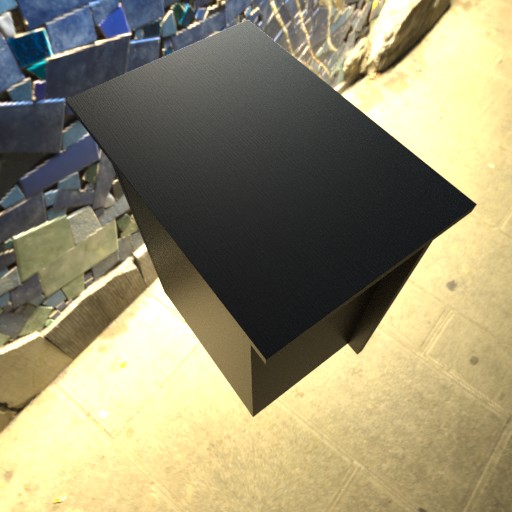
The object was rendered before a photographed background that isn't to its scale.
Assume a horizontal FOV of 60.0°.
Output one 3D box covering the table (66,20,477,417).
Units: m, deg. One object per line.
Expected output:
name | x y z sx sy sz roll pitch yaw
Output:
table | 0.000 0.000 1.039 0.408 0.711 0.589 -33 65 -18
